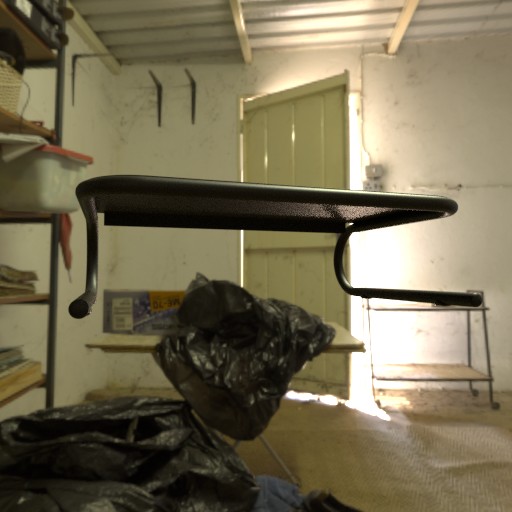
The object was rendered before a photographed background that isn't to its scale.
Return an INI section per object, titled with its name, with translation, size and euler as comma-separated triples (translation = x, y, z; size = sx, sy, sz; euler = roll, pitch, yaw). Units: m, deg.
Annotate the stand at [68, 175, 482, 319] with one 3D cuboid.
[stand]
translation = 0.000, 0.000, 0.501
size = 0.370, 0.108, 0.280
euler = 1, -3, -18
